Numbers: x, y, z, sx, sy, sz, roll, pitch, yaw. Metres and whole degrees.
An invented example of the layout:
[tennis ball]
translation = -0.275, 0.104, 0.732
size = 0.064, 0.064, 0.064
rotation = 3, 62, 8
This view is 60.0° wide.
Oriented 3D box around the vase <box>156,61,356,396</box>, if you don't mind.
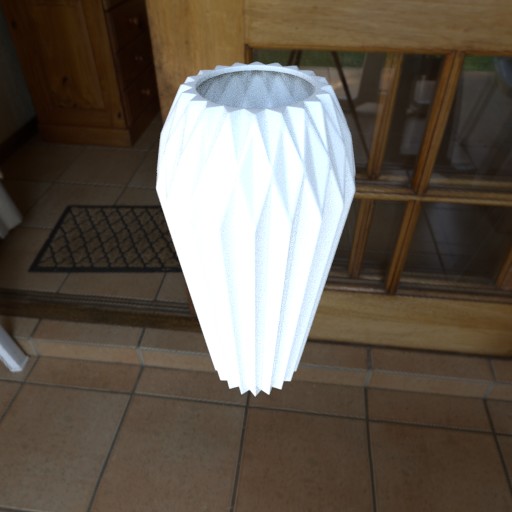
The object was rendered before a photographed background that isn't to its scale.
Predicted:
[vase]
translation = 0.000, 0.000, 0.344
size = 0.133, 0.263, 0.133
rotation = 0, 40, 0
